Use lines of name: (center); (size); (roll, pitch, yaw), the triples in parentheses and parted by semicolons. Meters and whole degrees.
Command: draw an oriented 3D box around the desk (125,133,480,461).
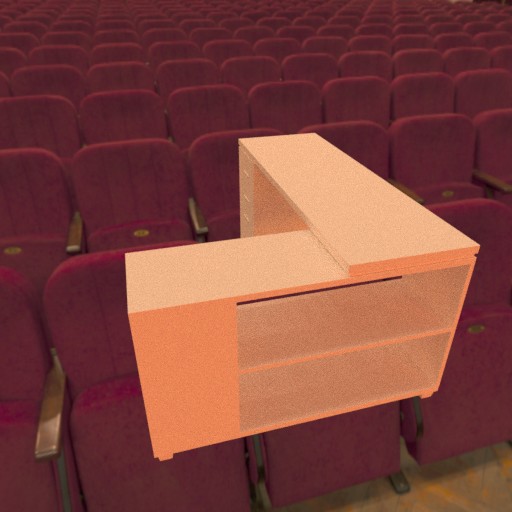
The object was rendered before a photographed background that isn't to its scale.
desk: (0.000, 0.000, 2.231); (1.199, 0.759, 1.524); (-8, 31, -13)
